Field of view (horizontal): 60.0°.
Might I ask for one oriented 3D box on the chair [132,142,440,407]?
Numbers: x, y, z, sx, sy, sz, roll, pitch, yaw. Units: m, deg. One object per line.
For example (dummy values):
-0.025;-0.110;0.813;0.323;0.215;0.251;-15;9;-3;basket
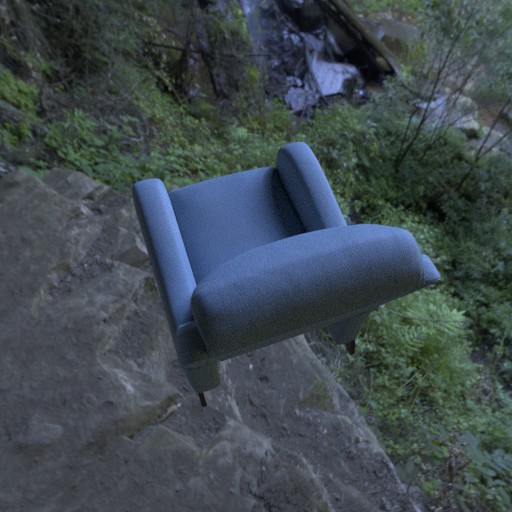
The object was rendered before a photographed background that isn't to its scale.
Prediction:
0.000;0.000;1.706;0.785;1.067;0.988;-16;58;-10;chair
